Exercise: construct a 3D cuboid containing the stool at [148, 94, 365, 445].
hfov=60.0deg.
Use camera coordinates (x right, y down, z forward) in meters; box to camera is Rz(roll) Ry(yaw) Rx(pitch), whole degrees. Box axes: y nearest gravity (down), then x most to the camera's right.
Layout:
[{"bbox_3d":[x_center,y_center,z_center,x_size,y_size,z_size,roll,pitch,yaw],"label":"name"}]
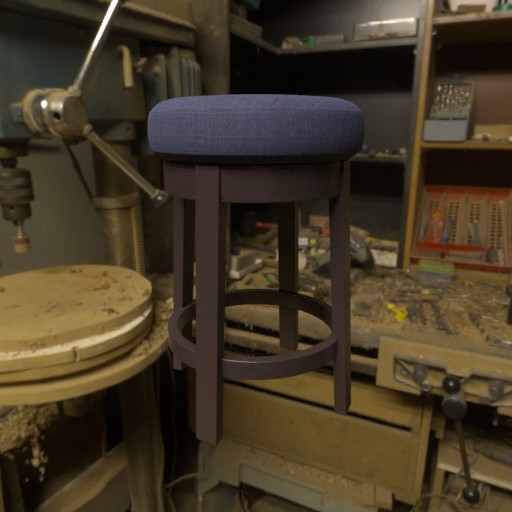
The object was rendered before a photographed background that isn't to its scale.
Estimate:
[{"bbox_3d":[0.000,0.000,0.975,0.449,0.655,0.449,0,16,0],"label":"stool"}]
